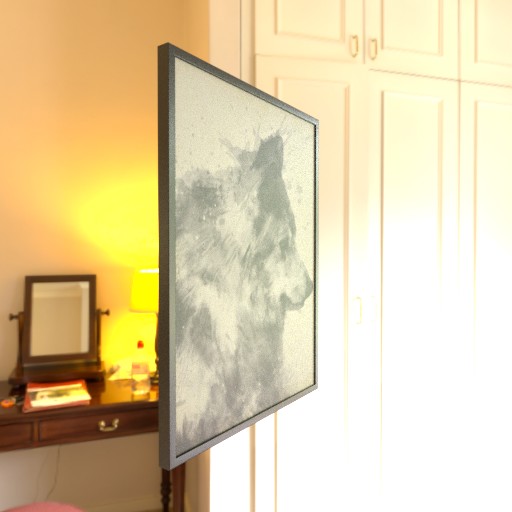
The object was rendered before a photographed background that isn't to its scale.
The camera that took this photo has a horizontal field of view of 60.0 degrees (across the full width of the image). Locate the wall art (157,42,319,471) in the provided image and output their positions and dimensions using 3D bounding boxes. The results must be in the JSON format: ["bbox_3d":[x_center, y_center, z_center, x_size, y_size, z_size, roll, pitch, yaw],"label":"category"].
[{"bbox_3d":[0.000,0.000,1.436,0.039,1.061,0.804,1,1,35],"label":"wall art"}]
